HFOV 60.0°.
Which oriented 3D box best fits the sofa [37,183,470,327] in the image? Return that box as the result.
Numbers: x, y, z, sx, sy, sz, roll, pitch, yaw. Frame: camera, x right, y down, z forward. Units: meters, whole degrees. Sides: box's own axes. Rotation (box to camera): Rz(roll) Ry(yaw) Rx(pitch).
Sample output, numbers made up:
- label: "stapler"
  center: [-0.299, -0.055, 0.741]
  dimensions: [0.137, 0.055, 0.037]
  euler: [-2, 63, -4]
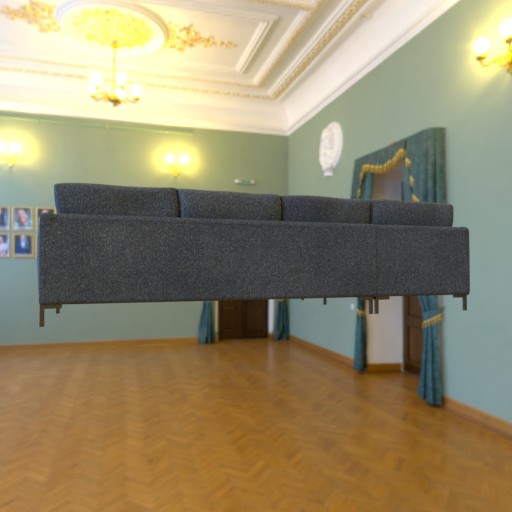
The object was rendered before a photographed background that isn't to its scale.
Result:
- label: "sofa"
  center: [0.000, 0.000, 3.440]
  dimensions: [2.932, 0.810, 1.350]
  euler: [0, -1, -18]
